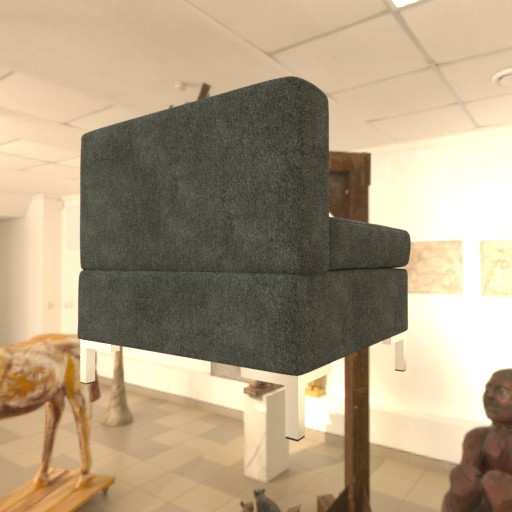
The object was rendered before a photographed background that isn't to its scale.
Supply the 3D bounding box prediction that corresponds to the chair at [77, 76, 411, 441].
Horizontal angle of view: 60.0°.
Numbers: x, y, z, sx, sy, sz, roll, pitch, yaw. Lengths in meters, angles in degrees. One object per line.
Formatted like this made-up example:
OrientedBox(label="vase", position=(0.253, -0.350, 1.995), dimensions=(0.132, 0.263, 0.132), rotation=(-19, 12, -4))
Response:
OrientedBox(label="chair", position=(0.000, 0.000, 1.225), dimensions=(0.680, 0.660, 0.680), rotation=(0, -1, 35))
